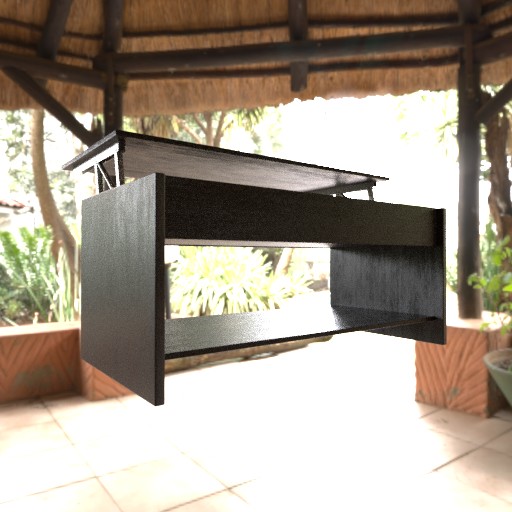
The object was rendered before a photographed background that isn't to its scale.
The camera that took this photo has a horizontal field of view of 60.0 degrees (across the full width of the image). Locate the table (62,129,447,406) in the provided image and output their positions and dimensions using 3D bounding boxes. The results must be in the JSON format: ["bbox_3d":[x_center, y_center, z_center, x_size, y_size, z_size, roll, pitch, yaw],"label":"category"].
[{"bbox_3d":[0.000,0.000,1.412,1.000,0.570,0.712,0,0,-37],"label":"table"}]
